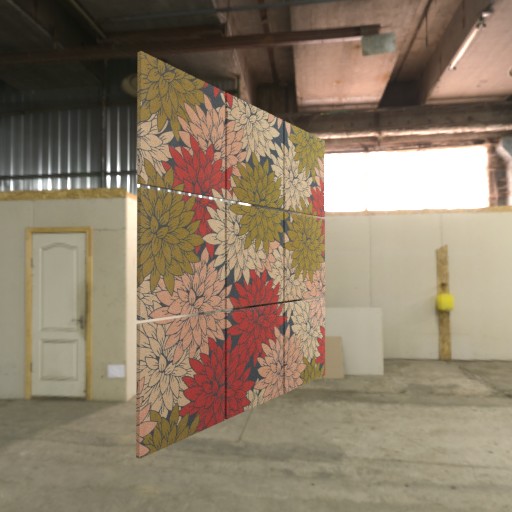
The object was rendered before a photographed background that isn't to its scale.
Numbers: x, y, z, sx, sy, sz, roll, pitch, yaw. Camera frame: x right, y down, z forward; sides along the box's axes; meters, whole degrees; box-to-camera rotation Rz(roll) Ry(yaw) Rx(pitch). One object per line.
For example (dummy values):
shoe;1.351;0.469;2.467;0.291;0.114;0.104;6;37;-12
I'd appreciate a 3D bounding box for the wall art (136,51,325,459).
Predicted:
wall art;0.000;0.000;1.363;0.013;0.913;0.904;-1;-1;36
